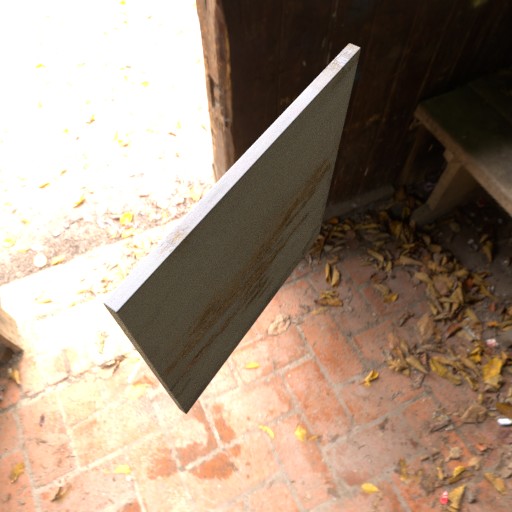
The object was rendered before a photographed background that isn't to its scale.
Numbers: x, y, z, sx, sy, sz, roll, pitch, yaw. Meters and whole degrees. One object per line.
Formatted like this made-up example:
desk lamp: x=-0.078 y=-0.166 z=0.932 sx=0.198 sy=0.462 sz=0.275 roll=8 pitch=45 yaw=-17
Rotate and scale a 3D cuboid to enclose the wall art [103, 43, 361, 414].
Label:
wall art: x=0.000 y=0.000 z=1.526 sx=0.040 sy=1.018 sz=1.015 roll=31 pitch=64 yaw=17
